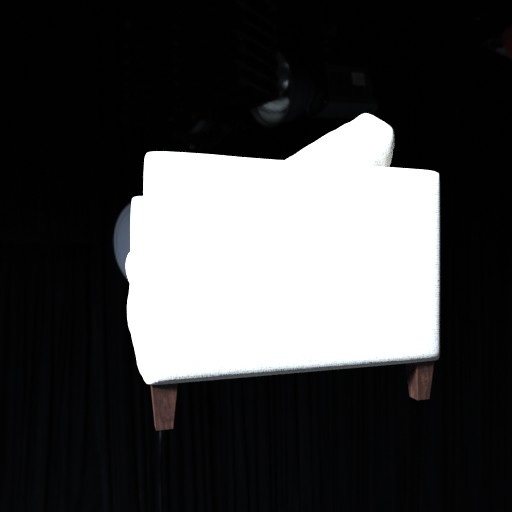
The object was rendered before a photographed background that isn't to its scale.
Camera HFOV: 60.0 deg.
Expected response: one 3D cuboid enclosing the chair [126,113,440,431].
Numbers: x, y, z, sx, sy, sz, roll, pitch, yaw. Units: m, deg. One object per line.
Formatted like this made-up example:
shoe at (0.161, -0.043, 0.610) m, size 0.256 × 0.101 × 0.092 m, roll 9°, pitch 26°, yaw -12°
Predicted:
chair at (0.000, 0.000, 1.722) m, size 0.959 × 0.919 × 0.996 m, roll 0°, pitch 0°, yaw -18°
